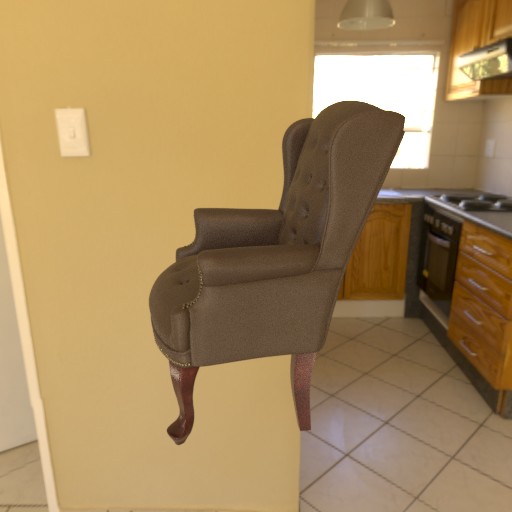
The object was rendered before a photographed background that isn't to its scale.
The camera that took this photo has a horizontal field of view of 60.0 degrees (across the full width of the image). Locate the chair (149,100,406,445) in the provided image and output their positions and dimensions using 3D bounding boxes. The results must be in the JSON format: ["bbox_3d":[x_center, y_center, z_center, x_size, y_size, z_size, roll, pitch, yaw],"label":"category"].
[{"bbox_3d":[0.000,0.000,1.697,0.819,1.132,0.829,-2,16,-8],"label":"chair"}]
